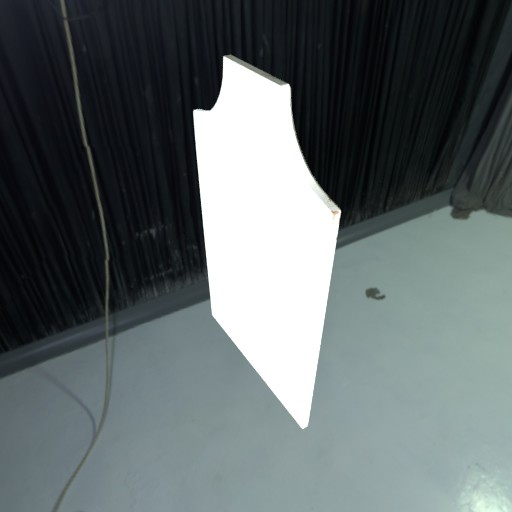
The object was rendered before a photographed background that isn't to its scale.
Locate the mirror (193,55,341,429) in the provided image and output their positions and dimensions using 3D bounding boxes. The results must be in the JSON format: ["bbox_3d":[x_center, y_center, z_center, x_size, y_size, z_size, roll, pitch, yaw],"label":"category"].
[{"bbox_3d":[0.000,0.000,0.874,0.022,0.717,0.403,-24,47,-25],"label":"mirror"}]
